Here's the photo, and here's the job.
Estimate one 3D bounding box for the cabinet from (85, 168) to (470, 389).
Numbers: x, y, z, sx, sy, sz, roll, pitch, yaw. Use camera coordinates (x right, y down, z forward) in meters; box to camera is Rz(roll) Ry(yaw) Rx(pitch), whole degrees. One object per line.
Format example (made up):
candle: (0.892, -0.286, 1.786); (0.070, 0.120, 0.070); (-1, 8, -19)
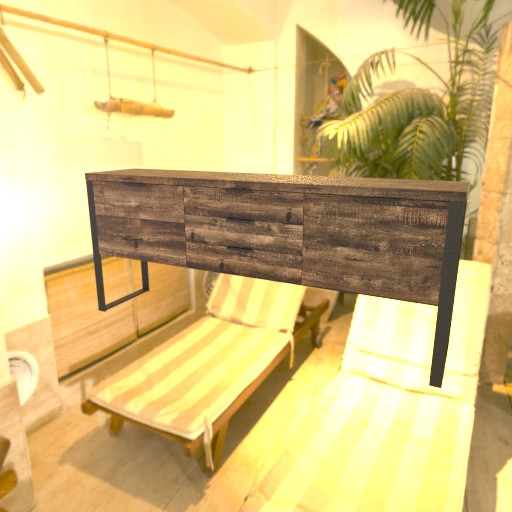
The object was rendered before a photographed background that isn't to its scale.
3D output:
cabinet: (0.000, 0.000, 2.166); (1.800, 0.762, 0.395); (7, 17, 25)
